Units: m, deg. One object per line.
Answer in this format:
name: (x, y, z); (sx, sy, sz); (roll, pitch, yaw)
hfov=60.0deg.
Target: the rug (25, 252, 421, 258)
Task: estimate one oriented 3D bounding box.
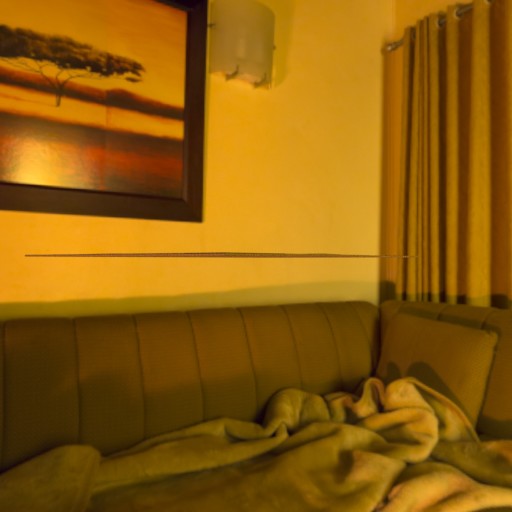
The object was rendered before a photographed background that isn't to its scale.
rug: (0.000, 0.000, 3.073); (1.521, 0.015, 2.436); (0, -1, 37)
